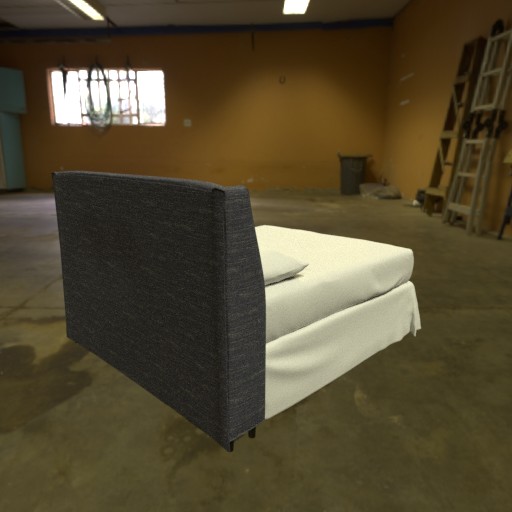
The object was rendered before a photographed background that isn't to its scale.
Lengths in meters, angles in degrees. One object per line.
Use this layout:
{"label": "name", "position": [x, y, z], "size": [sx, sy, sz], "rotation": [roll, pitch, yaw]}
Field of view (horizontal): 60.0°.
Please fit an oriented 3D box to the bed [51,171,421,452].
{"label": "bed", "position": [0.000, 0.000, 3.428], "size": [2.276, 1.332, 1.925], "rotation": [-13, 19, -43]}
